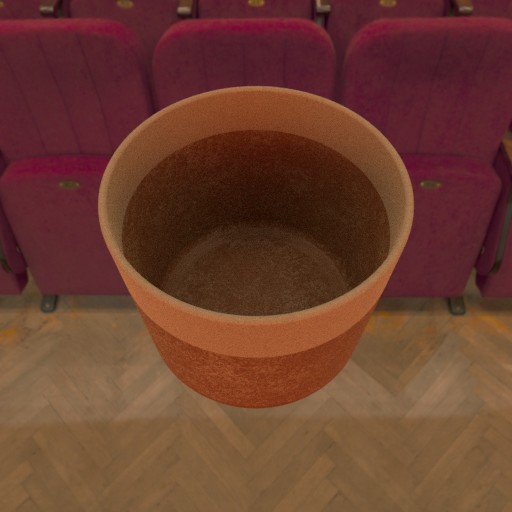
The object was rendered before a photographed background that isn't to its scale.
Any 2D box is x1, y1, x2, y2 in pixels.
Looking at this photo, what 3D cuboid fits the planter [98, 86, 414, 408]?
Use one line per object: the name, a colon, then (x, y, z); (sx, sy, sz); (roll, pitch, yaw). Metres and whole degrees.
planter: (0.000, 0.000, 0.282); (0.159, 0.138, 0.159); (0, 56, 0)
